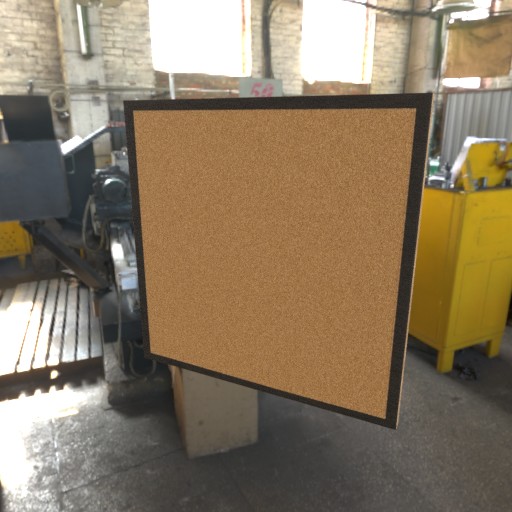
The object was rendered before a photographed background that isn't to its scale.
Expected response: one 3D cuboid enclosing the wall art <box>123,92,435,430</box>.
[{"bbox_3d":[0.000,0.000,1.024,0.695,0.691,0.029,8,19,25],"label":"wall art"}]
